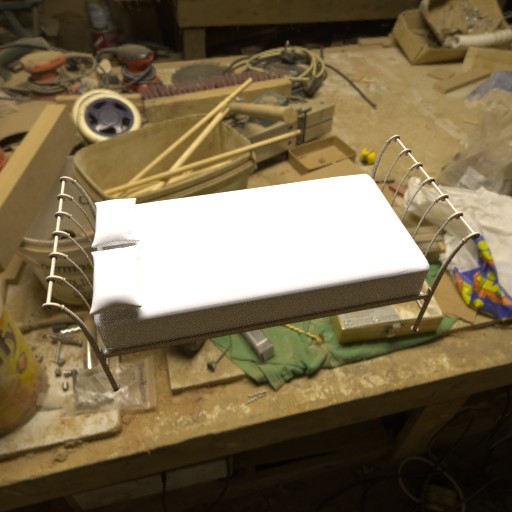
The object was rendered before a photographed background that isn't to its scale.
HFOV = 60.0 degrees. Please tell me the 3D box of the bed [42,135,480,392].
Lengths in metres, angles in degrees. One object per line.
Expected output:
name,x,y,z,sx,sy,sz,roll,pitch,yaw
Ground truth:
bed,0.000,0.000,2.827,2.228,0.873,1.032,-9,47,-9
